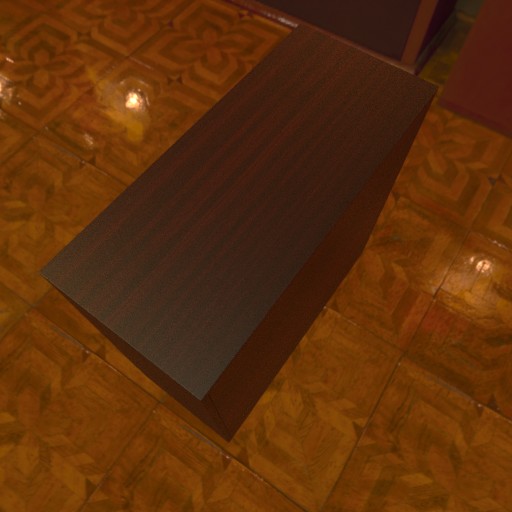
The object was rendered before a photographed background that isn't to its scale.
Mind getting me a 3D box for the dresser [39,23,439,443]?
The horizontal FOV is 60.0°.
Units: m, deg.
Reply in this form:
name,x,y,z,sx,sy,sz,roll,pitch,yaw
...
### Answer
name,x,y,z,sx,sy,sz,roll,pitch,yaw
dresser,0.000,0.000,1.117,0.360,0.720,0.750,33,68,16
